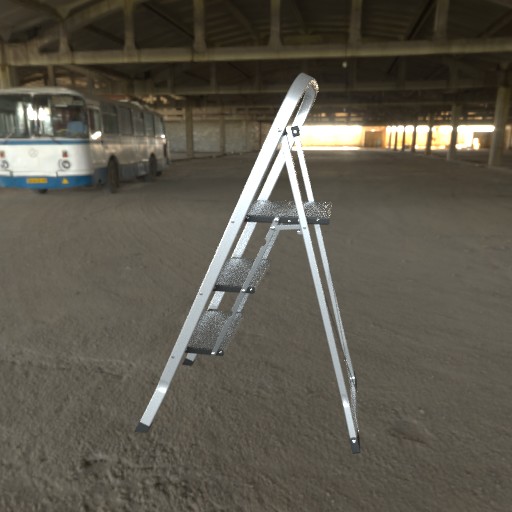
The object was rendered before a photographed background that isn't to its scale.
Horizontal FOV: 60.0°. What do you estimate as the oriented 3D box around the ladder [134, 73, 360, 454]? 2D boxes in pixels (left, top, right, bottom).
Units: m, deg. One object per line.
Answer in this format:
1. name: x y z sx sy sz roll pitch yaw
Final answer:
1. ladder: 0.000 0.000 1.427 0.704 1.070 0.465 3 15 10
